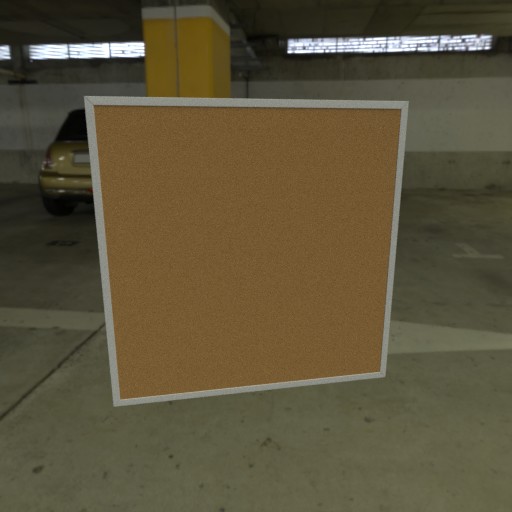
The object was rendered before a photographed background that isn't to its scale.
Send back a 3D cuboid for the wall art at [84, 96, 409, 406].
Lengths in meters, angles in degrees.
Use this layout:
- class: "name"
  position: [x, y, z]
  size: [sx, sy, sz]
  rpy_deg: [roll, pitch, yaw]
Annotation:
- class: "wall art"
  position: [0.000, 0.000, 1.142]
  size: [0.762, 0.762, 0.038]
  rpy_deg: [-3, 15, -11]
